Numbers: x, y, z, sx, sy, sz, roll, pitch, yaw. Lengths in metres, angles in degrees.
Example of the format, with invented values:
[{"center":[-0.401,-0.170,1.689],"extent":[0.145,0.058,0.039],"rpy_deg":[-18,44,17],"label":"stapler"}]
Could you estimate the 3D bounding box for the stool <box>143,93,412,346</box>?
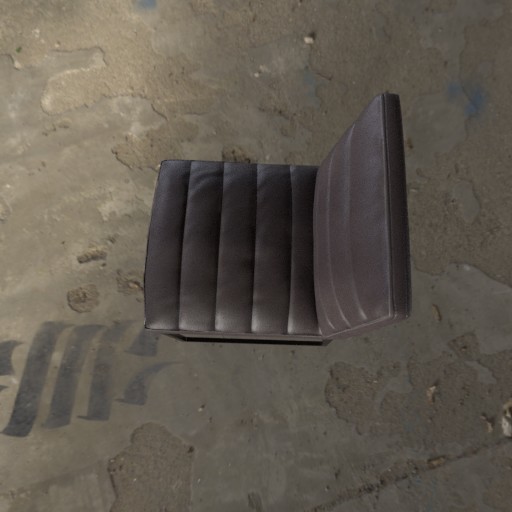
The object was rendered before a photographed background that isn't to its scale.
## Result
[{"center":[0.000,0.000,1.251],"extent":[0.562,0.946,0.463],"rpy_deg":[2,76,0],"label":"stool"}]
